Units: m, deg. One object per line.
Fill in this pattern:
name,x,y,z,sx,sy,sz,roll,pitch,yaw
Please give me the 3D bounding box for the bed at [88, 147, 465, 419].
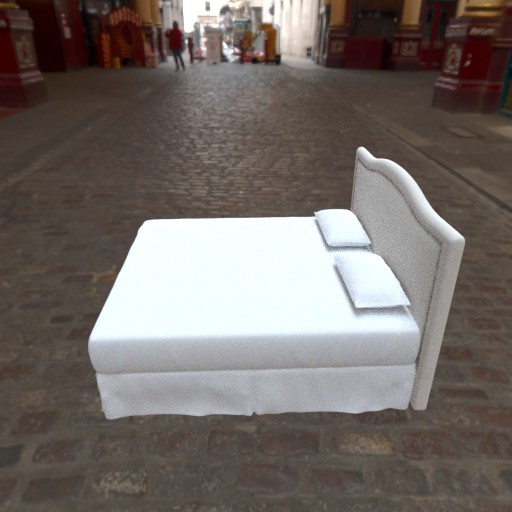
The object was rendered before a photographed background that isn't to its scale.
bed,0.000,0.000,3.517,2.182,1.421,2.083,-1,27,-2
